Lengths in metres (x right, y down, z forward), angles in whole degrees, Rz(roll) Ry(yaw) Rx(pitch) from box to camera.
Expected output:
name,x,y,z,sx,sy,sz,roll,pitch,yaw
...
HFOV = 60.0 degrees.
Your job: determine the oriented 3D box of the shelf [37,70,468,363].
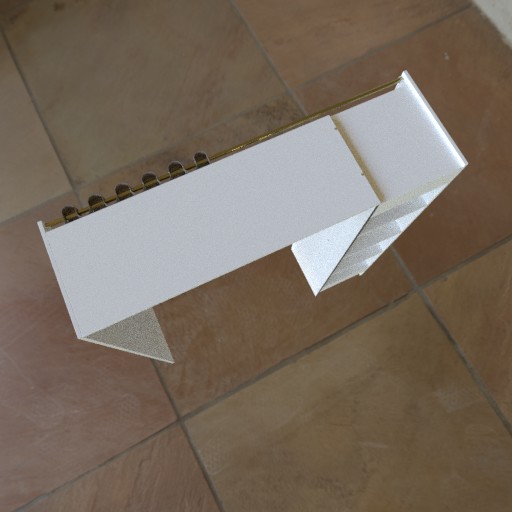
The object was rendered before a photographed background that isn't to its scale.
name,x,y,z,sx,sy,sz,roll,pitch,yaw
shelf,0.000,0.000,2.571,1.600,1.820,0.500,-24,75,-7
